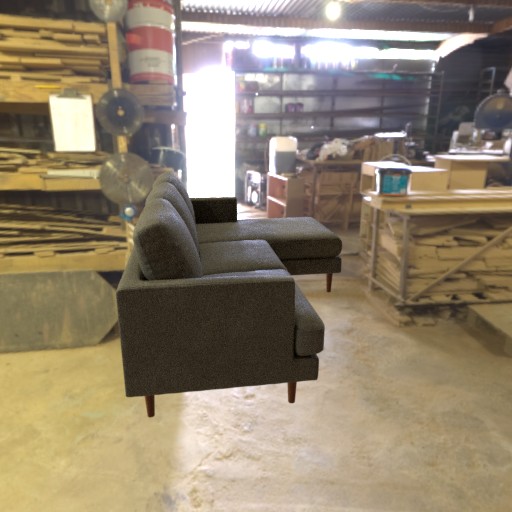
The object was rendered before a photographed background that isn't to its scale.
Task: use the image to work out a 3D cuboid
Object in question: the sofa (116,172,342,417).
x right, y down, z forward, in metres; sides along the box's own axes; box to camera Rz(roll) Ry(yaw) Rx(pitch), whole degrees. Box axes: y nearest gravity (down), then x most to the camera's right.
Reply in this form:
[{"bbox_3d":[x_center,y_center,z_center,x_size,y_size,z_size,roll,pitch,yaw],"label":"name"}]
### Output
[{"bbox_3d":[0.000,0.000,2.999,1.504,0.956,2.233,-3,17,-9],"label":"sofa"}]
